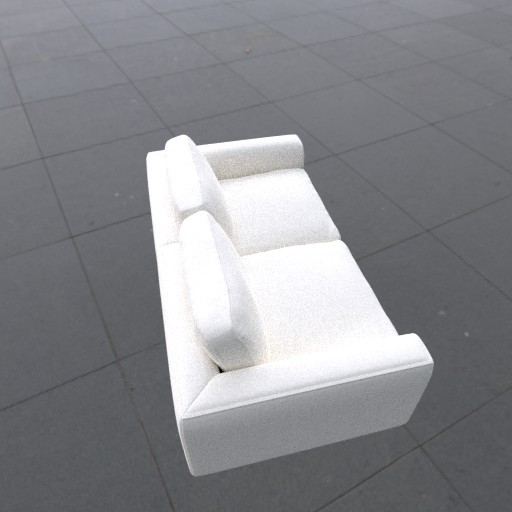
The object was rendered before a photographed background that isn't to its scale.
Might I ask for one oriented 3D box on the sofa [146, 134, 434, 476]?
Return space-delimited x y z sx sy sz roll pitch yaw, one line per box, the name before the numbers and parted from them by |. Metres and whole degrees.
sofa | 0.000 0.000 2.455 1.069 0.801 1.920 -10 45 -10
